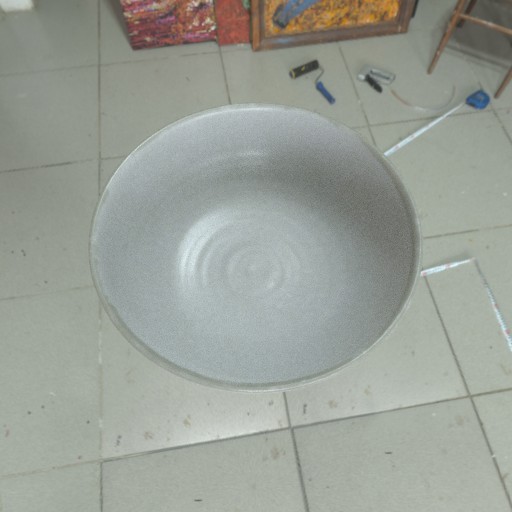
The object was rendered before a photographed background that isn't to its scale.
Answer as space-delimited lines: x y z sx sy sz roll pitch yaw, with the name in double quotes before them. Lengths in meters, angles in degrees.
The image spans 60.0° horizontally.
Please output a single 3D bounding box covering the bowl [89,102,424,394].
"bowl" 0.000 0.000 0.411 0.268 0.121 0.268 0 63 0
